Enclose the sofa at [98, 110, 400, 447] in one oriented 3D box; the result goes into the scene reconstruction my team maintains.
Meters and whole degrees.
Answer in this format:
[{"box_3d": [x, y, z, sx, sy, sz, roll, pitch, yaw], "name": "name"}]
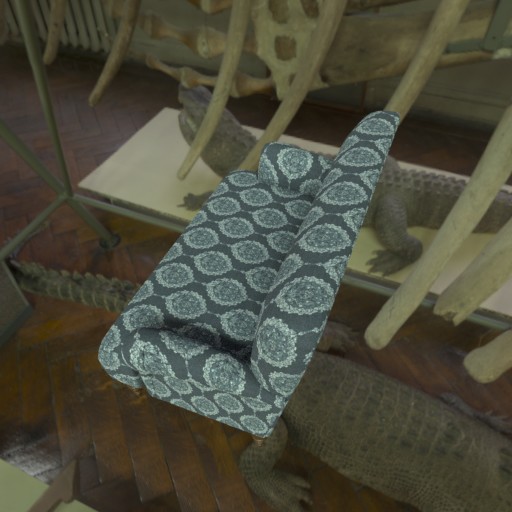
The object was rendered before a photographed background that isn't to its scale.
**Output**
[{"box_3d": [0.000, 0.000, 1.793, 0.779, 0.867, 1.297, 17, 49, 15], "name": "sofa"}]
